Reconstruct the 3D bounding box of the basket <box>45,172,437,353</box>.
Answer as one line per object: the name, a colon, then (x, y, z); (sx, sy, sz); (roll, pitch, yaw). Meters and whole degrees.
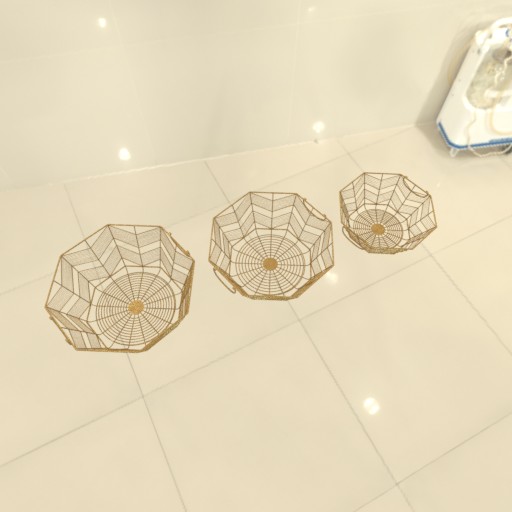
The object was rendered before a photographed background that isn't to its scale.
basket: (0.000, 0.000, 1.407); (1.245, 0.178, 0.432); (-18, 62, -10)
